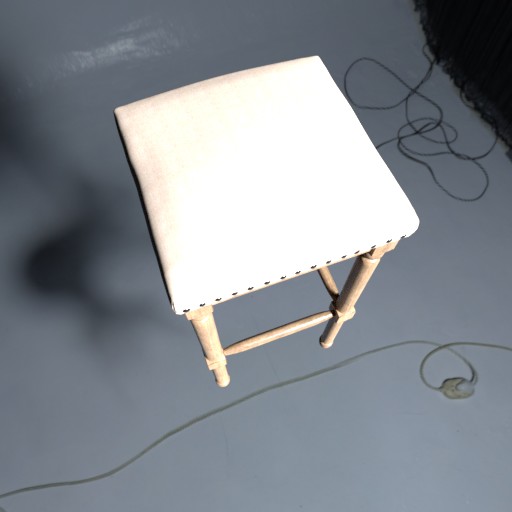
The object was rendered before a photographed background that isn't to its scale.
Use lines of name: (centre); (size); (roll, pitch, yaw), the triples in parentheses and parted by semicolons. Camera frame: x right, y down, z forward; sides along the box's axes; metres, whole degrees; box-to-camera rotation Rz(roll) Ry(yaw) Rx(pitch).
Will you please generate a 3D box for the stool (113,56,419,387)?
stool: (0.000, 0.000, 0.997); (0.383, 0.768, 0.382); (-18, 65, -9)
